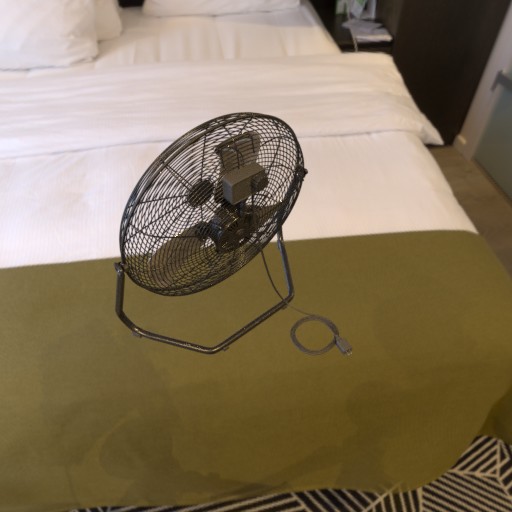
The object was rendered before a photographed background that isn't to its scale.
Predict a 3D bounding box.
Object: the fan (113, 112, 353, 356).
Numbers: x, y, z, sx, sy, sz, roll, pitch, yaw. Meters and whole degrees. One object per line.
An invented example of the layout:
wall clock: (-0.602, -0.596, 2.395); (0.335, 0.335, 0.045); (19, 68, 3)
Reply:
fan: (0.000, 0.000, 1.042); (0.595, 0.605, 0.470); (-31, 55, -26)
